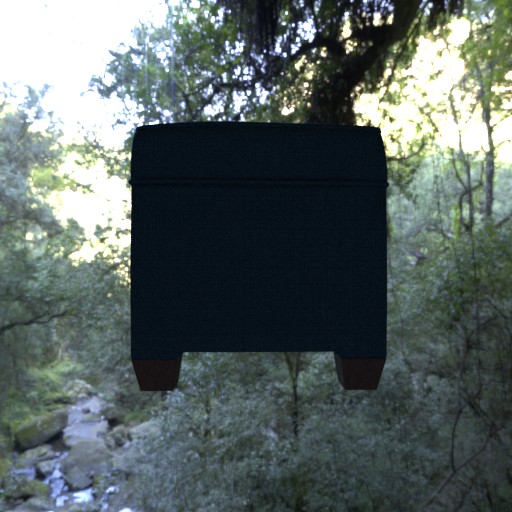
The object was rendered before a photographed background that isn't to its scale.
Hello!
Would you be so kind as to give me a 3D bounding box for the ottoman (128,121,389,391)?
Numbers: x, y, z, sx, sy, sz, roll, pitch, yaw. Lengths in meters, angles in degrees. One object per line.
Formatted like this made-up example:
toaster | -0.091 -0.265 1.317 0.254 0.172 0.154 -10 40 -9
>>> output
ottoman | 0.000 0.000 1.209 0.474 0.474 0.943 0 -1 -1
